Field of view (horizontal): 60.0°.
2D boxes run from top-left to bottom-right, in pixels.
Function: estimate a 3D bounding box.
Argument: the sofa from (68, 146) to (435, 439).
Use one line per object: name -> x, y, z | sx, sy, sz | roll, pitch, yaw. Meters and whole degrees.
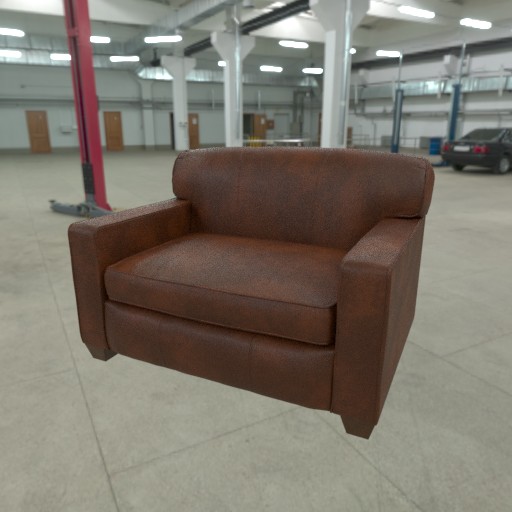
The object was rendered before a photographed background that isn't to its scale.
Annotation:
sofa -> 0.000, 0.000, 2.063 | 1.413, 0.956, 1.000 | 8, 18, 25
